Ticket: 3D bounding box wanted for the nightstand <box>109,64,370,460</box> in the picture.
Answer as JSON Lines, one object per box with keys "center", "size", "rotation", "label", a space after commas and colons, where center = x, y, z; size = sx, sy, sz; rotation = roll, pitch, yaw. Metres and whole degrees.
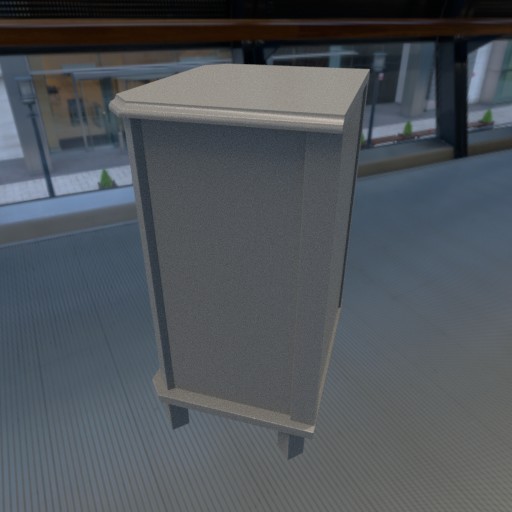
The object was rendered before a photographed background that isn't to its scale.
{"center": [0.000, 0.000, 0.918], "size": [0.348, 0.680, 0.435], "rotation": [9, 31, 14], "label": "nightstand"}
